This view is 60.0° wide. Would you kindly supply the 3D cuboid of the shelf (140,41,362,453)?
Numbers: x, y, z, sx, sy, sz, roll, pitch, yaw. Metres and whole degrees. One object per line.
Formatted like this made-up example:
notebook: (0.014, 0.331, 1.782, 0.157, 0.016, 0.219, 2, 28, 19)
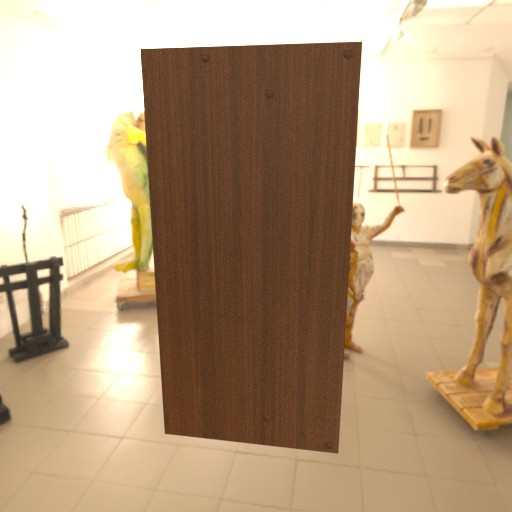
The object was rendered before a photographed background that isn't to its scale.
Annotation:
shelf: (0.000, 0.000, 0.716, 0.290, 0.600, 0.147, 3, 16, 9)
